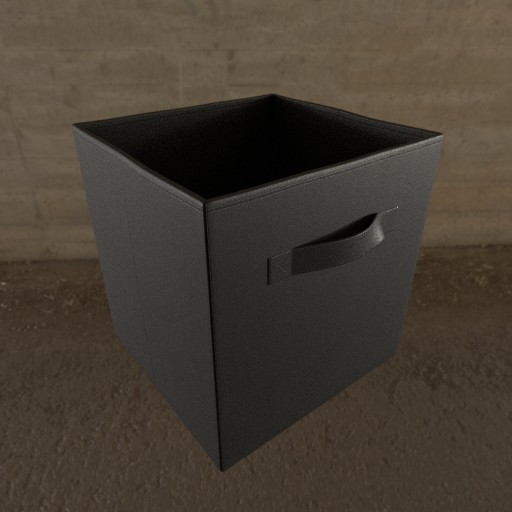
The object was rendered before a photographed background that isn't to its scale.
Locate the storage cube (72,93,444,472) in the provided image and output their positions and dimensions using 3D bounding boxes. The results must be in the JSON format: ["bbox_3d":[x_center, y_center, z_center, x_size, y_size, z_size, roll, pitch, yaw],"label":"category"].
[{"bbox_3d":[0.000,0.000,0.495,0.270,0.280,0.270,-21,37,-32],"label":"storage cube"}]
